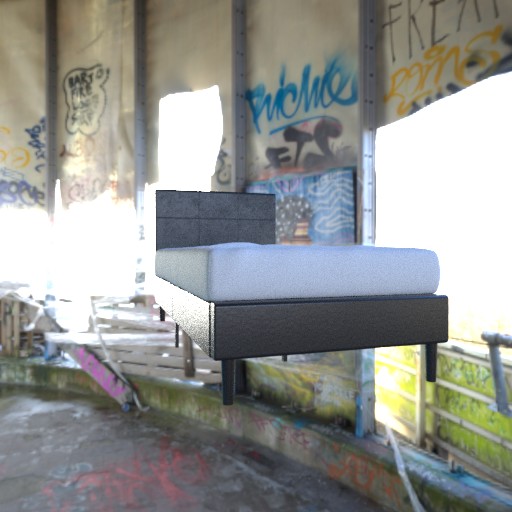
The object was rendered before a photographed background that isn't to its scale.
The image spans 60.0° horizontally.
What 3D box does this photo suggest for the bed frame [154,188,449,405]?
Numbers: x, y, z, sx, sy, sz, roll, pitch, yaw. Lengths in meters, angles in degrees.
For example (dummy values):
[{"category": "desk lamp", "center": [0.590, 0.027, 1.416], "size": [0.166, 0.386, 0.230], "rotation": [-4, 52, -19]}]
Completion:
[{"category": "bed frame", "center": [0.000, 0.000, 2.555], "size": [1.038, 1.046, 2.152], "rotation": [0, 1, -18]}]
